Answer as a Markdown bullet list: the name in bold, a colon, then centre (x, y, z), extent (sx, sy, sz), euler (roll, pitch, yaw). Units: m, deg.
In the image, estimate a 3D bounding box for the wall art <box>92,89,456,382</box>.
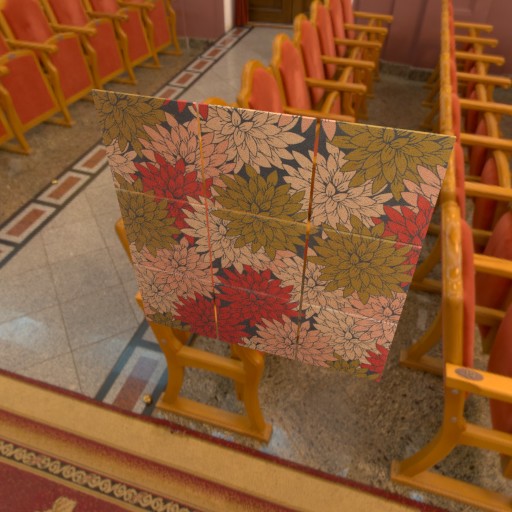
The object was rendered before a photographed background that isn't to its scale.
- **wall art**: centre (0.000, 0.000, 2.276), extent (1.519, 1.534, 0.013), euler (12, 42, 14)
